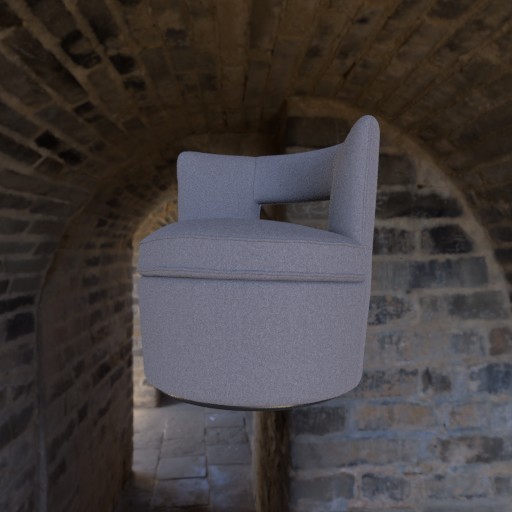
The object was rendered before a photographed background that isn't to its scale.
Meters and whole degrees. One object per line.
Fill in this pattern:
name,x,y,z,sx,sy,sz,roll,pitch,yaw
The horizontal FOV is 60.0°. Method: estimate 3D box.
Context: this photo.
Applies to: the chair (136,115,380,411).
chair,0.000,0.000,1.287,0.689,0.719,0.660,0,0,36
